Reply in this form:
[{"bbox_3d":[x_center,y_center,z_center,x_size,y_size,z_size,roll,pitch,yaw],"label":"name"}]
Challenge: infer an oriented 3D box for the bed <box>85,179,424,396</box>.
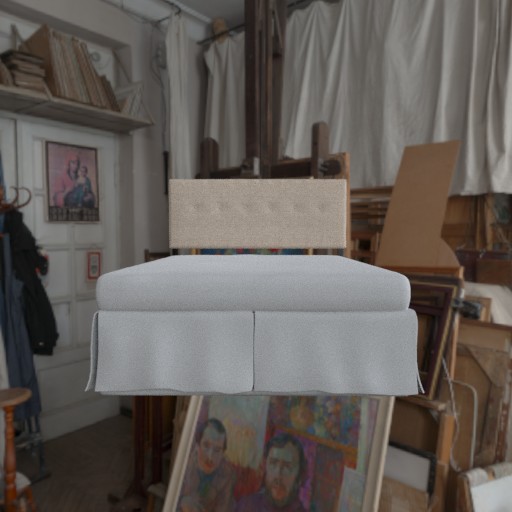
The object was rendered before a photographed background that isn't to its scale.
[{"bbox_3d":[0.000,0.000,3.033,1.643,1.270,1.978,0,3,1],"label":"bed"}]
